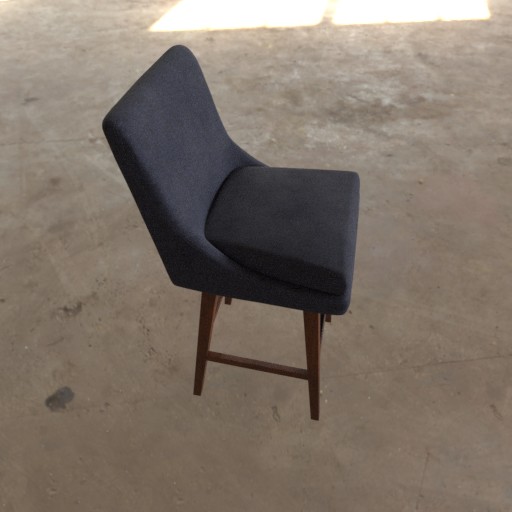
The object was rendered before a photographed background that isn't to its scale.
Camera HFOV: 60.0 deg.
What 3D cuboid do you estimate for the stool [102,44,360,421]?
[{"bbox_3d":[0.000,0.000,1.357,0.572,1.068,0.489,9,46,9],"label":"stool"}]
